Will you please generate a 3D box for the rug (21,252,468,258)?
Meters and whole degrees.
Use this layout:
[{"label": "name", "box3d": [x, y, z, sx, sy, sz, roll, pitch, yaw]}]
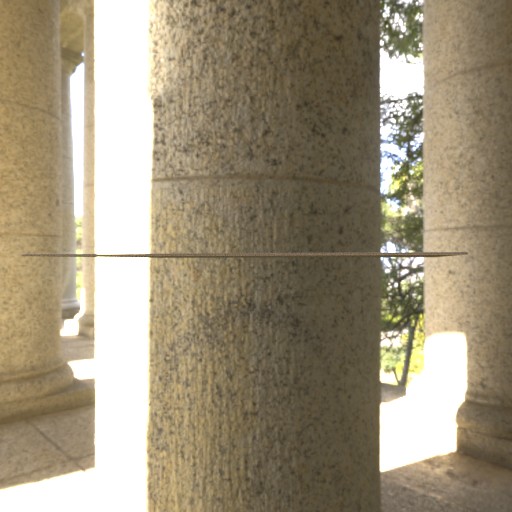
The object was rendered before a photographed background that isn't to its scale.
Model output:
[{"label": "rug", "box3d": [0.000, 0.000, 2.861, 2.286, 0.011, 1.524, 0, -1, 18]}]
